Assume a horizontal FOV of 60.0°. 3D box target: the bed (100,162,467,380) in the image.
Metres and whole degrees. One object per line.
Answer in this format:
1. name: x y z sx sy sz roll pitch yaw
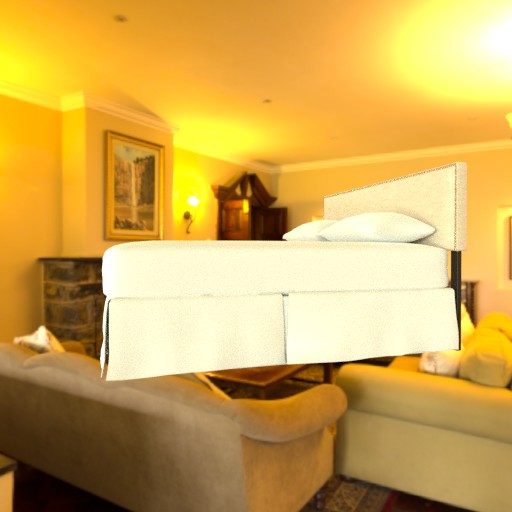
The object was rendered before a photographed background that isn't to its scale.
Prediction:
1. bed: 0.000 0.000 2.846 1.876 1.016 1.616 0 1 -18
